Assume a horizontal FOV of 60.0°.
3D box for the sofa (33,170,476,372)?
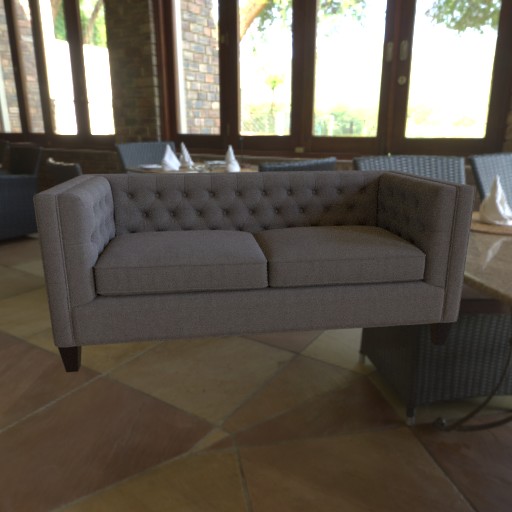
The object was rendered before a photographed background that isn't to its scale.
[{"bbox_3d":[0.000,0.000,2.218,1.778,0.762,0.775,-2,16,-8],"label":"sofa"}]
